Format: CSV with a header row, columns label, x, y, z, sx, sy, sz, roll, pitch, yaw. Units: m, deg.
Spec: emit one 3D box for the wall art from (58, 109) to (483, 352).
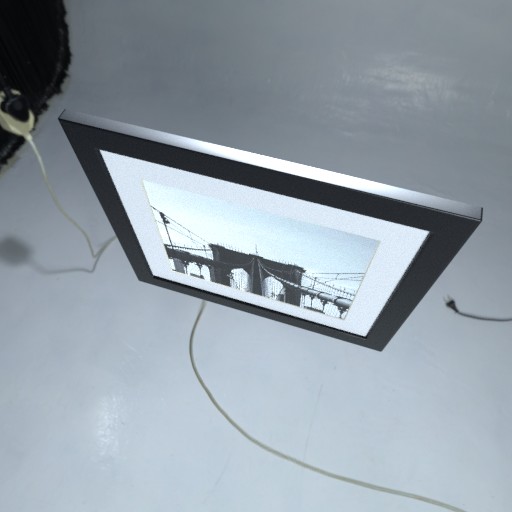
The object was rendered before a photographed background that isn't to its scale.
label,x,y,z,sx,sy,sz,roll,pitch,yaw
wall art,0.000,0.000,0.718,0.521,0.450,0.018,15,61,9
